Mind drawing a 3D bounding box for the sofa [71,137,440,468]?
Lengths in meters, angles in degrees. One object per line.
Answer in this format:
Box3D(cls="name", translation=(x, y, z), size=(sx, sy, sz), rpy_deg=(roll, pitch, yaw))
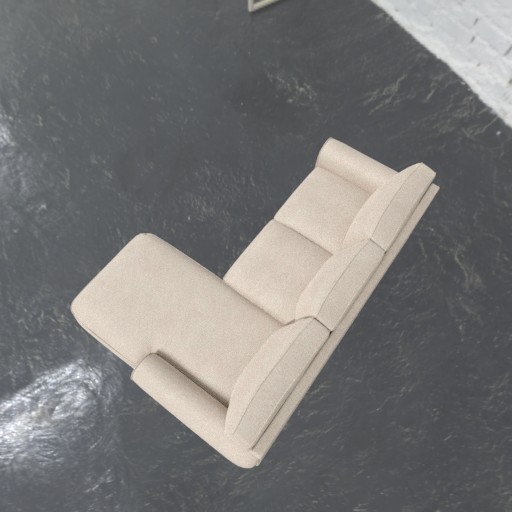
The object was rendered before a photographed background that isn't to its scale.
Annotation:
Box3D(cls="sofa", translation=(0.000, 0.000, 2.407), size=(1.226, 0.734, 1.770), rpy_deg=(33, 68, 15))
